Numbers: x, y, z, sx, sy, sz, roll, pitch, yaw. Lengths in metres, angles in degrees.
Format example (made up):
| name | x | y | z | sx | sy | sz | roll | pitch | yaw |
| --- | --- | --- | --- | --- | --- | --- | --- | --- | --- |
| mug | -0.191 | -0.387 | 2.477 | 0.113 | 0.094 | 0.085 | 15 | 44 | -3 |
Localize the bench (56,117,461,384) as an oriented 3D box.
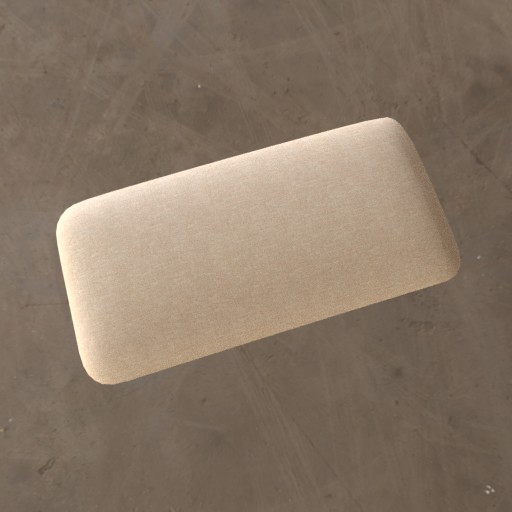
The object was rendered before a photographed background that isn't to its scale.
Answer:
| name | x | y | z | sx | sy | sz | roll | pitch | yaw |
| --- | --- | --- | --- | --- | --- | --- | --- | --- | --- |
| bench | 0.000 | 0.000 | 1.293 | 0.991 | 0.483 | 0.483 | -17 | 76 | -4 |
